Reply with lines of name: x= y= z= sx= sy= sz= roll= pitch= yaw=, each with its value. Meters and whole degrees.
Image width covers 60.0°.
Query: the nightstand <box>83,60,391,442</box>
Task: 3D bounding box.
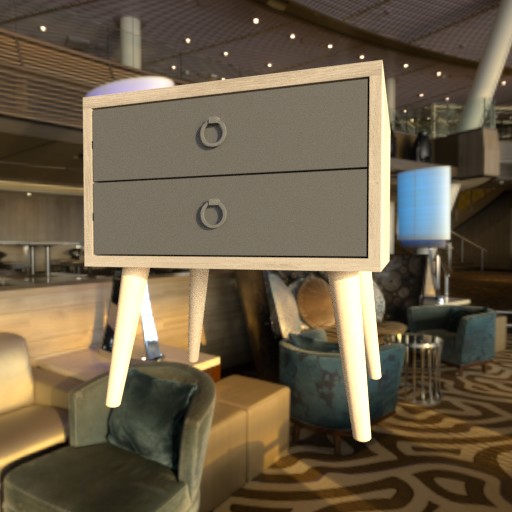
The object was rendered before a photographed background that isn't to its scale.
nightstand: x=0.000 y=0.000 z=0.799 sx=0.450 sy=0.500 sz=0.380 roll=1 pitch=2 yaw=18
